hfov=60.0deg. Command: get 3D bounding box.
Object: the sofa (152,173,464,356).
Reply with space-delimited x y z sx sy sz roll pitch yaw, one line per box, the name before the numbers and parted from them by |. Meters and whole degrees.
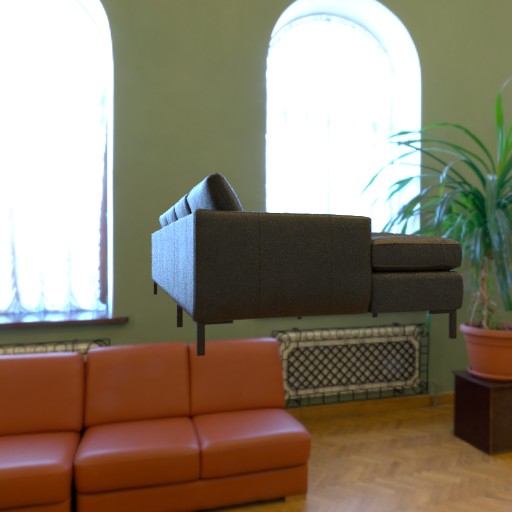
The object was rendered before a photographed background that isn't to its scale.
sofa | 0.000 0.000 3.586 1.471 0.859 2.993 0 1 -17
